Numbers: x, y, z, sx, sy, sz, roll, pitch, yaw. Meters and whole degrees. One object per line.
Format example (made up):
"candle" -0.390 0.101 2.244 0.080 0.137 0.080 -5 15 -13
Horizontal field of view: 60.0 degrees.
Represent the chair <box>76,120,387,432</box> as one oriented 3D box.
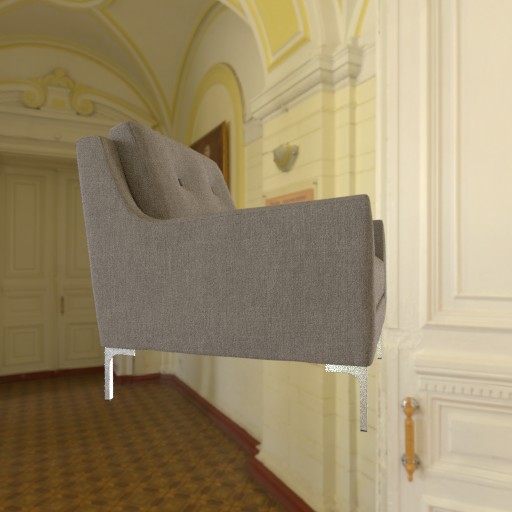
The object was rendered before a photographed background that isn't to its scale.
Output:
"chair" 0.000 0.000 1.544 0.849 0.828 0.847 0 0 18
